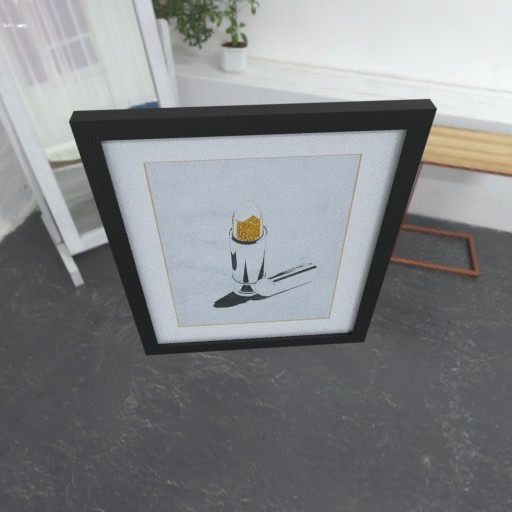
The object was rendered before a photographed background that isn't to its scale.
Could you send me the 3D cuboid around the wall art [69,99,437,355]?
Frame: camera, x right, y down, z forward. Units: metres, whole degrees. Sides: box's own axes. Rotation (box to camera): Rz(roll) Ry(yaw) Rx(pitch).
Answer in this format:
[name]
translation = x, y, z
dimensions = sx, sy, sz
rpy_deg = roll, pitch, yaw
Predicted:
[wall art]
translation = 0.000, 0.000, 0.539
dimensions = 0.330, 0.381, 0.019
rpy_deg = -3, 46, -3
